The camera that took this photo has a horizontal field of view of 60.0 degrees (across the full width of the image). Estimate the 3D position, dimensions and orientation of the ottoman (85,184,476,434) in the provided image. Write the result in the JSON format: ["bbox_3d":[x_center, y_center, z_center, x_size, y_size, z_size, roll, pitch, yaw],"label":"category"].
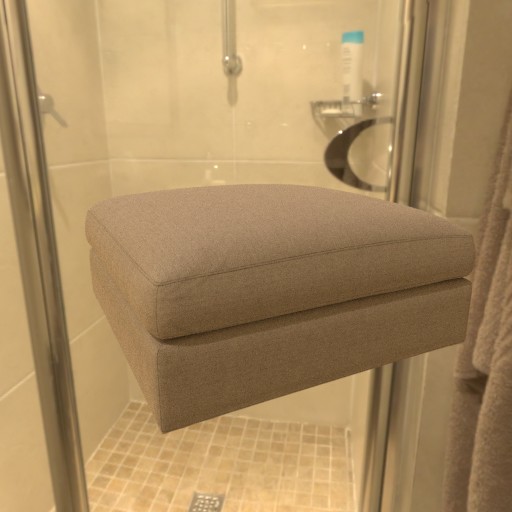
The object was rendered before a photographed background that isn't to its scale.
[{"bbox_3d":[0.000,0.000,1.599,1.041,0.470,1.041,-8,17,-26],"label":"ottoman"}]
